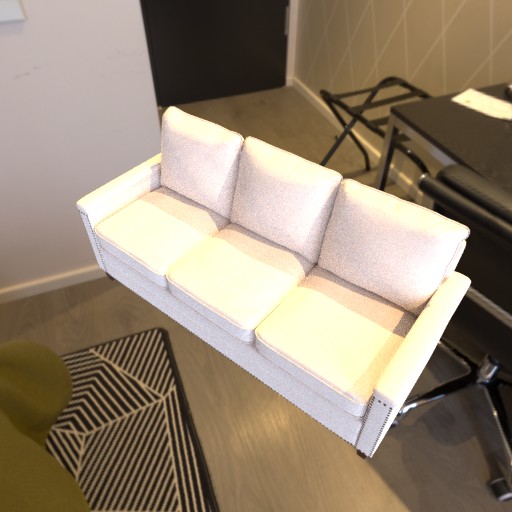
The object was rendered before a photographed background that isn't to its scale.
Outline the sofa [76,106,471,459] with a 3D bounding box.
[{"bbox_3d":[0.000,0.000,2.334,1.925,0.961,0.828,29,51,26],"label":"sofa"}]
